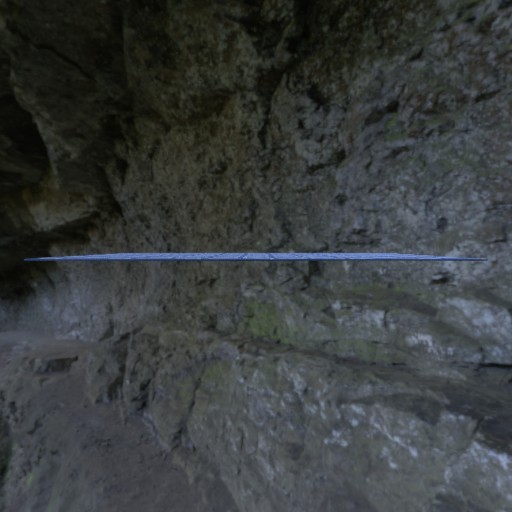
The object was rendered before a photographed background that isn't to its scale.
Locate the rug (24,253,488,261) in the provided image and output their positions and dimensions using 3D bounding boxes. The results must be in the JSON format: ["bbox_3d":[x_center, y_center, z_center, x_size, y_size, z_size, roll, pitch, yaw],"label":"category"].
[{"bbox_3d":[0.000,0.000,4.402,3.342,0.018,2.432,0,1,0],"label":"rug"}]
